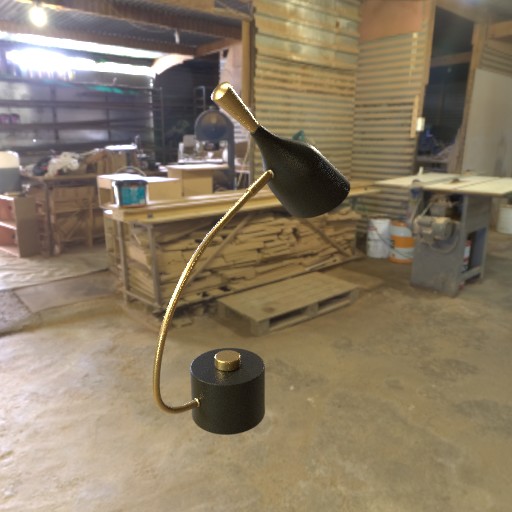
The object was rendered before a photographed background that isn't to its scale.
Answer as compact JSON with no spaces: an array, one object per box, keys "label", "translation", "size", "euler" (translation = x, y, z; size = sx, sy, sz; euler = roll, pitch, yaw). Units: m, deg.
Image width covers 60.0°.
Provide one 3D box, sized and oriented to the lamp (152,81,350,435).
[{"label":"lamp","translation":[0.000,0.000,0.641],"size":[0.352,0.464,0.110],"euler":[-13,20,-40]}]
